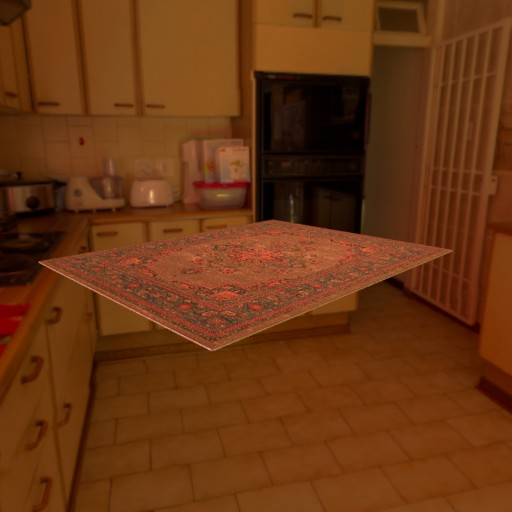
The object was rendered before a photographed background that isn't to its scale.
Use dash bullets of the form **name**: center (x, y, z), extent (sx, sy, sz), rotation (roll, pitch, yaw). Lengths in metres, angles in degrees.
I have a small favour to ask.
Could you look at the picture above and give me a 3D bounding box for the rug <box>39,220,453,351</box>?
- **rug**: center (0.000, 0.000, 4.155), extent (3.057, 0.013, 2.434), rotation (-14, 20, -43)
